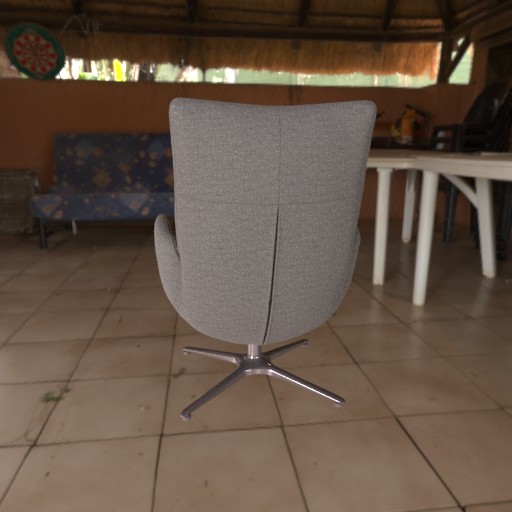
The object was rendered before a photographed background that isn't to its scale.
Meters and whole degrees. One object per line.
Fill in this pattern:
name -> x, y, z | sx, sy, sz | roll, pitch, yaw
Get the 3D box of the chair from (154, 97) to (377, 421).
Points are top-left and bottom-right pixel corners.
chair -> 0.000, 0.000, 1.566 | 0.702, 0.984, 0.831 | -2, 14, -8
